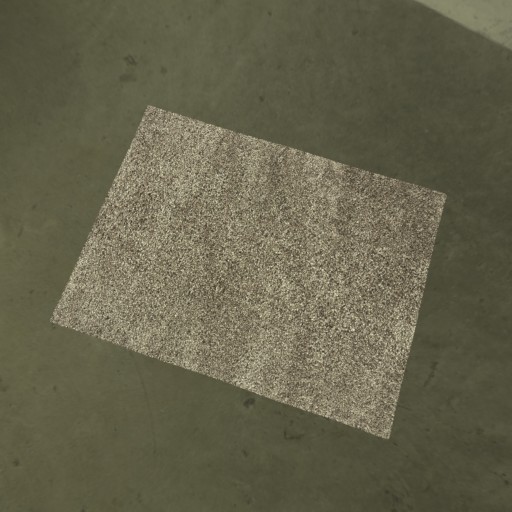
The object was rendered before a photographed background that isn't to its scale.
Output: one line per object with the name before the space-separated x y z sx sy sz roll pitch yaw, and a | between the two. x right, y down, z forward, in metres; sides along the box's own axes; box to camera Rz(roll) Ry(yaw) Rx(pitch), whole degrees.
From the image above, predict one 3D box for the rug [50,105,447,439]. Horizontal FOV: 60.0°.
rug | 0.000 0.000 2.127 1.601 0.025 1.198 18 75 5
